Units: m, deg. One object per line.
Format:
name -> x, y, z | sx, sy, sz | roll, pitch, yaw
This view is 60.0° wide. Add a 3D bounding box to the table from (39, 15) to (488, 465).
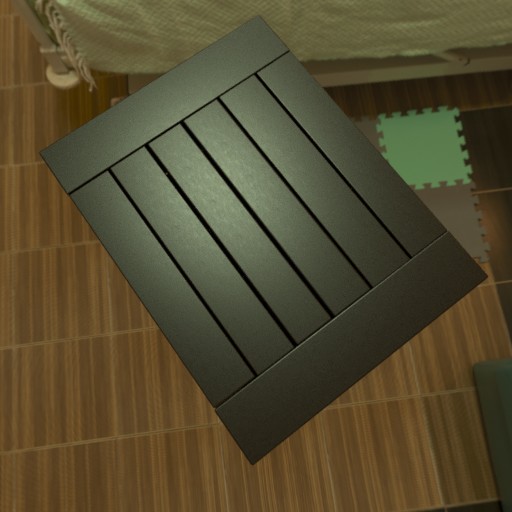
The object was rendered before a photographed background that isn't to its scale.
table -> 0.000, 0.000, 1.007 | 0.460, 0.604, 0.602 | -36, 79, -8
